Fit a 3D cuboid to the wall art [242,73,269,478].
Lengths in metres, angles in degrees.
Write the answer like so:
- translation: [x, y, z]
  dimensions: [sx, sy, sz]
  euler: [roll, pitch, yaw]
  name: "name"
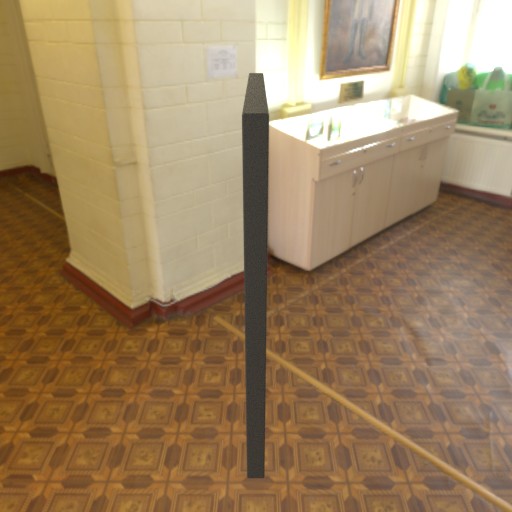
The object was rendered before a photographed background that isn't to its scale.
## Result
- translation: [0.000, 0.000, 0.778]
  dimensions: [0.028, 0.558, 0.457]
  euler: [0, 27, 0]
  name: "wall art"
